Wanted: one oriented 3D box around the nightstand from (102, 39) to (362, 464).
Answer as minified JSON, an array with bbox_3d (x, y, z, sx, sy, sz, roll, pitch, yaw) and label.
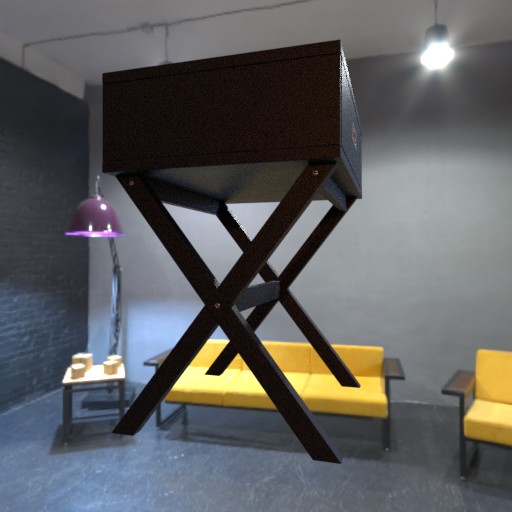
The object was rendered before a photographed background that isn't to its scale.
[{"bbox_3d":[0.000,0.000,0.924,0.402,0.623,0.479,0,0,17],"label":"nightstand"}]
